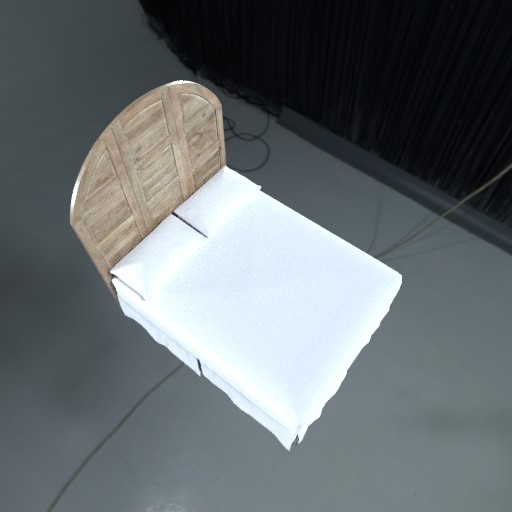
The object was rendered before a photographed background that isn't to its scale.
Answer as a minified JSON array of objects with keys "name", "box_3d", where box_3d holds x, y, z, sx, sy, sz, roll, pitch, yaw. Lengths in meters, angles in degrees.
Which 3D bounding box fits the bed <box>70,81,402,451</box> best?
[{"name":"bed","box_3d":[0.000,0.000,3.525,2.112,2.002,1.713,33,63,19]}]
